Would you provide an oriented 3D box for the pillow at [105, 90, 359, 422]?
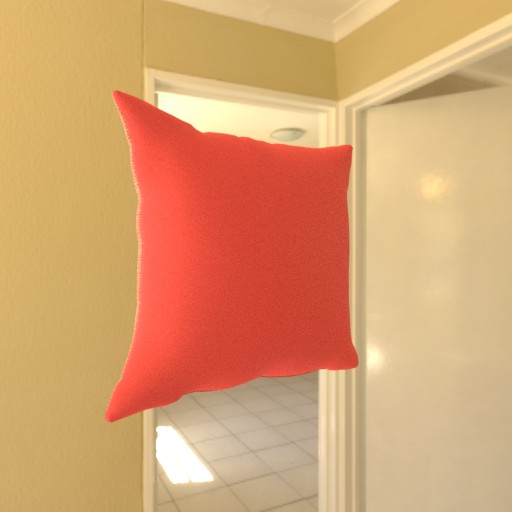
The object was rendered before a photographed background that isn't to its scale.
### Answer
[{"bbox_3d":[0.000,0.000,0.827,0.559,0.501,0.229,0,0,-37],"label":"pillow"}]
